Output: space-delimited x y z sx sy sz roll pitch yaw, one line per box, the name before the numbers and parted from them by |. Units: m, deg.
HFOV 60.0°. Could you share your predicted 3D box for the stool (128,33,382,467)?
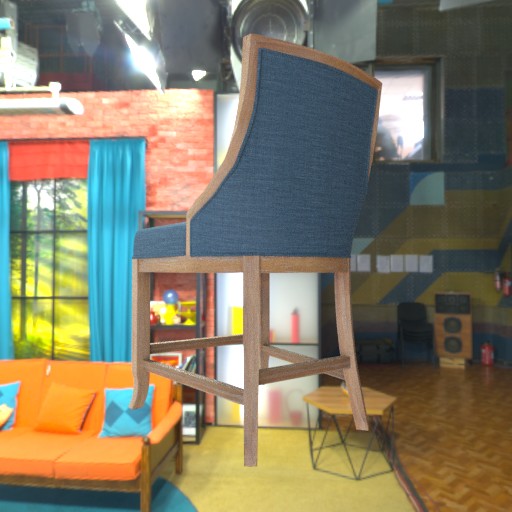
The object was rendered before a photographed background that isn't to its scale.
stool | 0.000 0.000 1.286 0.524 0.938 0.626 1 -2 -36
